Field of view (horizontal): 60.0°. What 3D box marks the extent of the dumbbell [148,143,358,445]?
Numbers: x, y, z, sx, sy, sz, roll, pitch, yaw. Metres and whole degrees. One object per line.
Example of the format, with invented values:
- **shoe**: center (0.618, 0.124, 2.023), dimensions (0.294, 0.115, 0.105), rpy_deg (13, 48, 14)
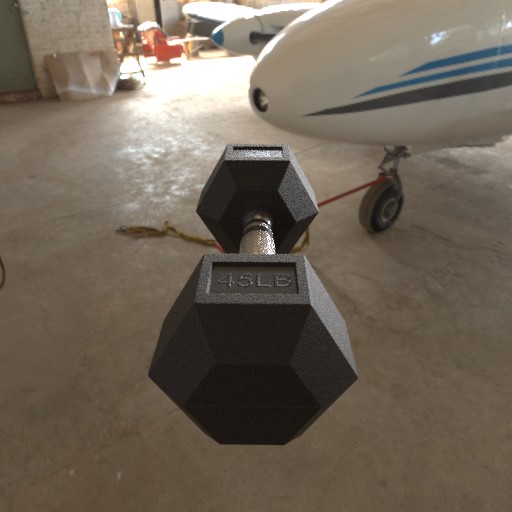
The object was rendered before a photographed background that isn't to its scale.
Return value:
- **dumbbell**: center (0.000, 0.000, 0.426), dimensions (0.141, 0.123, 0.356), rpy_deg (0, 32, 1)
